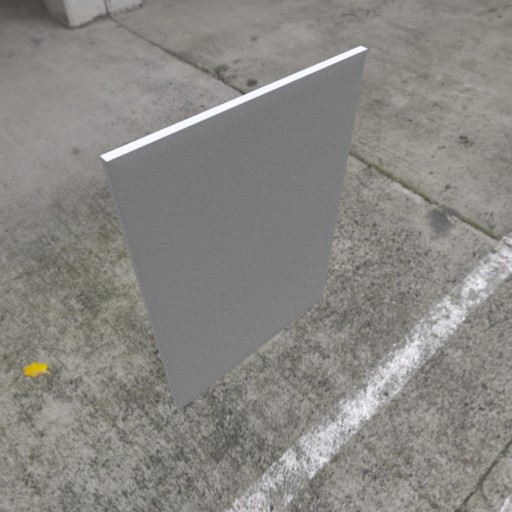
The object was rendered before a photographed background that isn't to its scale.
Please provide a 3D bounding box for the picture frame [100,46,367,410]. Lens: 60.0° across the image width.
[{"bbox_3d":[0.000,0.000,0.690,0.381,0.534,0.012,-33,55,-27],"label":"picture frame"}]
